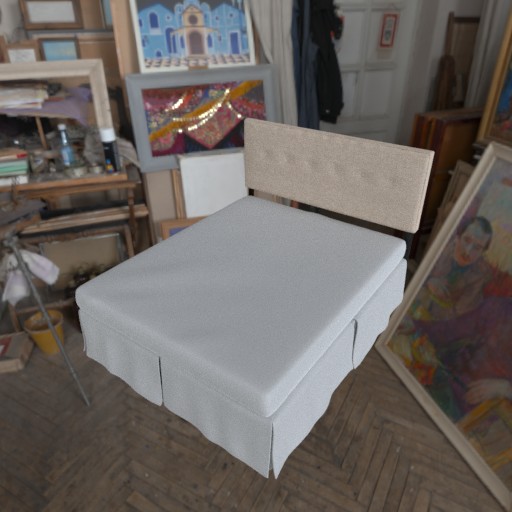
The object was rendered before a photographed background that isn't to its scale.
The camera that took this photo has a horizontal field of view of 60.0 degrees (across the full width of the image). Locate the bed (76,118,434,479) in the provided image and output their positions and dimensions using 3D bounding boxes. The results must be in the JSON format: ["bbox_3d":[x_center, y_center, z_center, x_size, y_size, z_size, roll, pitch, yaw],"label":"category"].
[{"bbox_3d":[0.000,0.000,3.055,1.643,1.270,1.978,20,36,30],"label":"bed"}]
